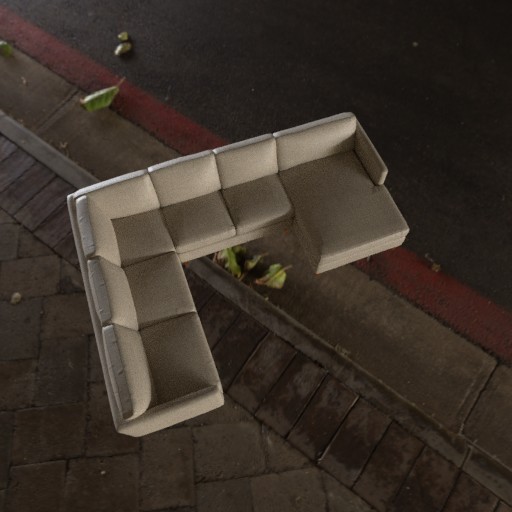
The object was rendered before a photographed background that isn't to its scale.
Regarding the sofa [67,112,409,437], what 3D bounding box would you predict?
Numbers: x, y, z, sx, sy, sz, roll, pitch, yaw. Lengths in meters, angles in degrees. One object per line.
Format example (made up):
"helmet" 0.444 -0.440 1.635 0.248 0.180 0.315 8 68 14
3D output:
"sofa" 0.000 0.000 4.740 3.460 0.961 2.594 -18 65 -9
